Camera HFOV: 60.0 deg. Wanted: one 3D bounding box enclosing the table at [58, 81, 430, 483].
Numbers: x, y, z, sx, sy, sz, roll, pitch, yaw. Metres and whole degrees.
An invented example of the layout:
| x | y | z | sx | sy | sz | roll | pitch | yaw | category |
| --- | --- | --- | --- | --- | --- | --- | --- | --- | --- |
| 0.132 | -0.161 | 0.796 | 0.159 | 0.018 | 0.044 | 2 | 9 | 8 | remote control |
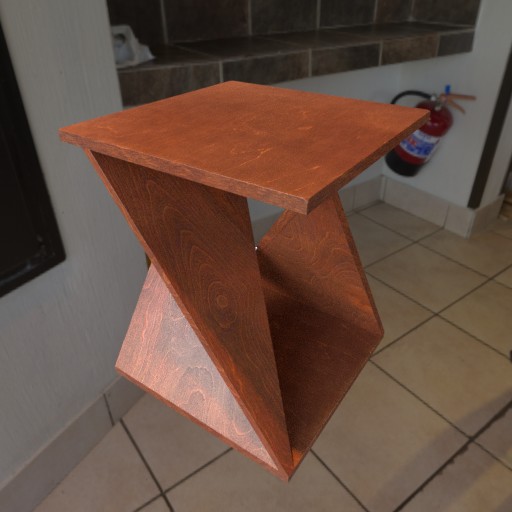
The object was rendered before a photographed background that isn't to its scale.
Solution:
| x | y | z | sx | sy | sz | roll | pitch | yaw | category |
| --- | --- | --- | --- | --- | --- | --- | --- | --- | --- |
| 0.000 | 0.000 | 0.848 | 0.427 | 0.520 | 0.427 | 21 | 38 | 29 | table |
